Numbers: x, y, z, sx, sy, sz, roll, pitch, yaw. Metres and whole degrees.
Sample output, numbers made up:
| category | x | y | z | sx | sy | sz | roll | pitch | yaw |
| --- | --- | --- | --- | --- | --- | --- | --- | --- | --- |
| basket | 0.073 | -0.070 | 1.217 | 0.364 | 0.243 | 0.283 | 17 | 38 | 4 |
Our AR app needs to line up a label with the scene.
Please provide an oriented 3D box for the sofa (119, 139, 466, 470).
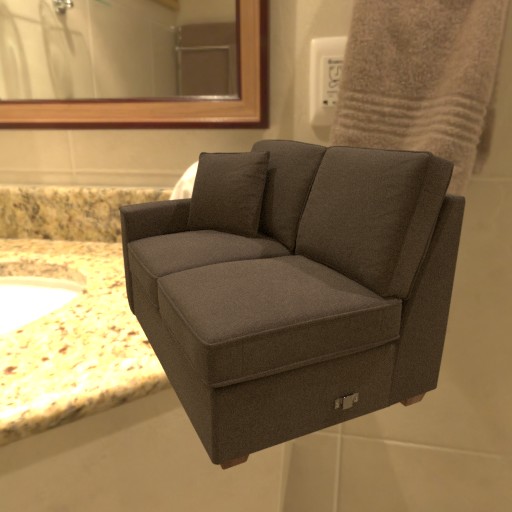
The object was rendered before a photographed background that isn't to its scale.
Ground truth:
| category | x | y | z | sx | sy | sz | roll | pitch | yaw |
| --- | --- | --- | --- | --- | --- | --- | --- | --- | --- |
| sofa | 0.000 | 0.000 | 2.006 | 0.991 | 0.989 | 1.388 | -8 | 19 | -25 |
